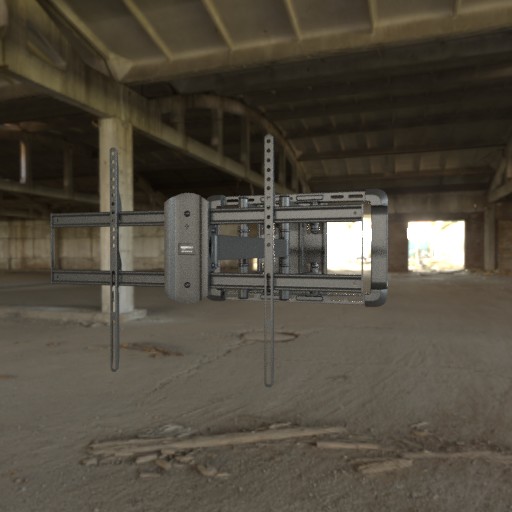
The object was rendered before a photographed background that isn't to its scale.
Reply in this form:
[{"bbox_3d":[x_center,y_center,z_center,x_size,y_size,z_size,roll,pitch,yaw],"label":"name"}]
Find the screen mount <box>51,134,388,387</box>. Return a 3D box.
[{"bbox_3d":[0.000,0.000,1.315,0.725,0.483,0.905,0,1,18],"label":"screen mount"}]
